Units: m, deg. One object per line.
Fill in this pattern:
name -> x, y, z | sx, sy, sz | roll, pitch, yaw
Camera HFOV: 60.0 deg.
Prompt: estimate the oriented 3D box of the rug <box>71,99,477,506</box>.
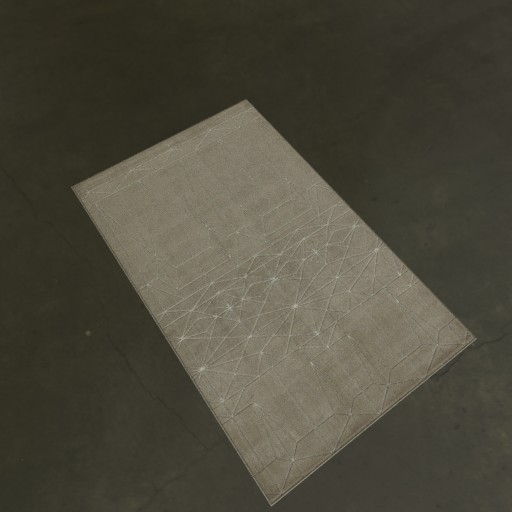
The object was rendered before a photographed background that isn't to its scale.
rug -> 0.000, 0.000, 2.919 | 1.524, 0.012, 2.438 | -32, 67, -16
